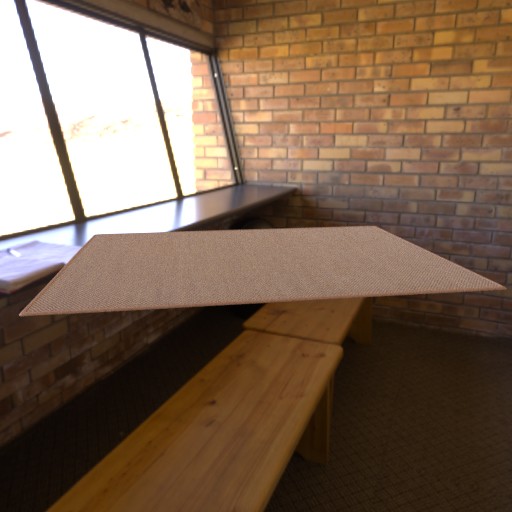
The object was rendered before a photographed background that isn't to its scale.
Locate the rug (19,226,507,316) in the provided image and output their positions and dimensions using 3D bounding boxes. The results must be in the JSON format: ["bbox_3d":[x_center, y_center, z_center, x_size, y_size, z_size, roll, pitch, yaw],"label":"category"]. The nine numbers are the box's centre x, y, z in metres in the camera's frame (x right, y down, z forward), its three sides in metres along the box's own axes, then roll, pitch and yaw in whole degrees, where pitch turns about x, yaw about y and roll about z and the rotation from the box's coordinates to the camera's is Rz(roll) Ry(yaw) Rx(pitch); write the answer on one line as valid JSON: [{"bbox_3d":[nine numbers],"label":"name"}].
[{"bbox_3d":[0.000,0.000,2.627,2.134,0.013,1.524,-2,15,-8],"label":"rug"}]
